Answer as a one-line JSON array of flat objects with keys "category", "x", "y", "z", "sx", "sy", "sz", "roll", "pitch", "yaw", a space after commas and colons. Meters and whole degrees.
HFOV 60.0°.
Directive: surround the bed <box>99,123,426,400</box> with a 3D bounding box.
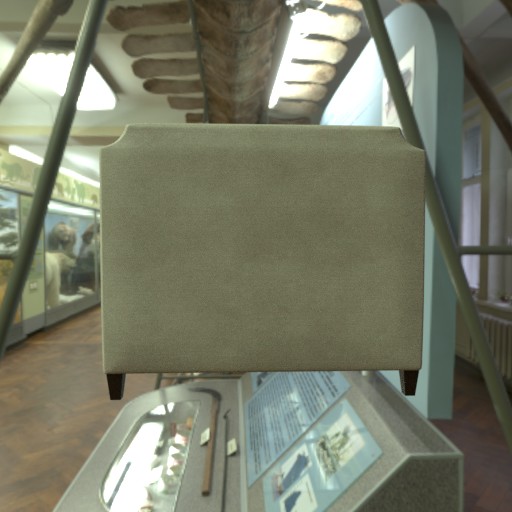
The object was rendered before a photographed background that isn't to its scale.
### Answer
[{"category": "bed", "x": 0.000, "y": 0.000, "z": 3.464, "sx": 1.712, "sy": 1.443, "sz": 2.372, "roll": 0, "pitch": 2, "yaw": -2}]
